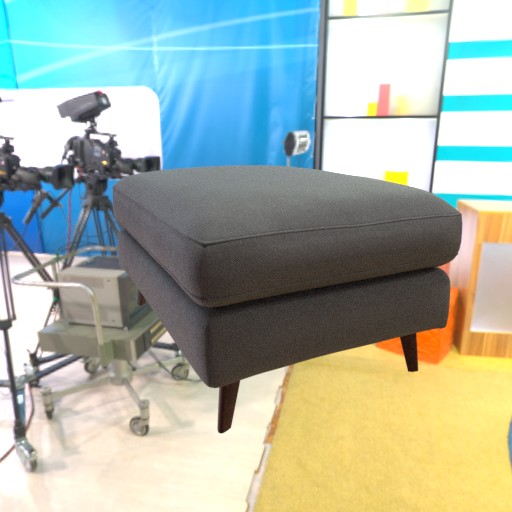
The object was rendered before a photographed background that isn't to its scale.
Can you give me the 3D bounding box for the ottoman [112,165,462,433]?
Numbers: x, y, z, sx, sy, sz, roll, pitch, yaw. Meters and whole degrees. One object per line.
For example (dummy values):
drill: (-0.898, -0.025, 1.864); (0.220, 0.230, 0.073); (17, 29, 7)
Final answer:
ottoman: (0.000, 0.000, 1.167); (0.608, 0.449, 0.811); (-8, 18, -25)
